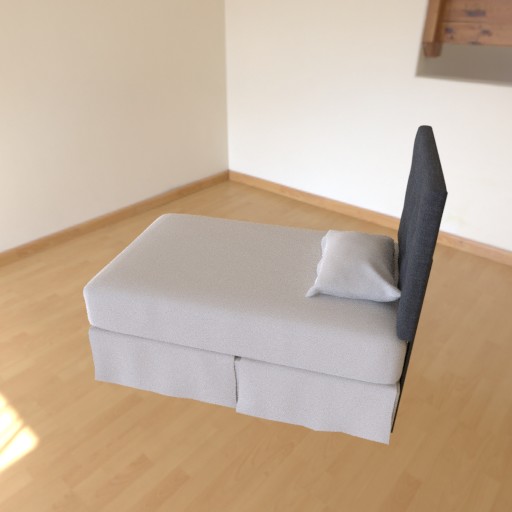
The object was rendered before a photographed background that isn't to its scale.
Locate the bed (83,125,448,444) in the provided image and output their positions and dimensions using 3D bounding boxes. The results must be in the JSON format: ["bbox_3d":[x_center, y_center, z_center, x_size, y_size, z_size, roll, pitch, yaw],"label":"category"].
[{"bbox_3d":[0.000,0.000,2.917,1.997,1.571,1.261,8,31,13],"label":"bed"}]
